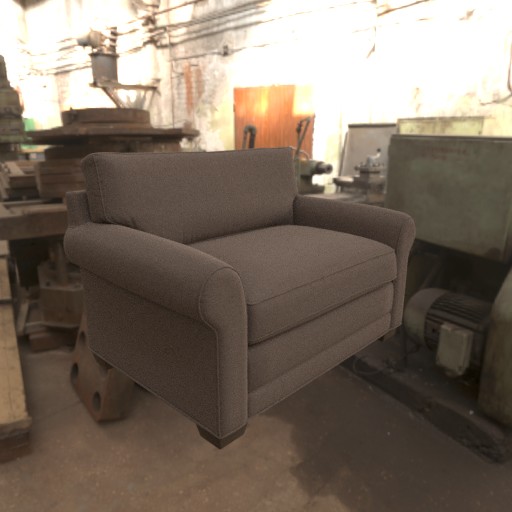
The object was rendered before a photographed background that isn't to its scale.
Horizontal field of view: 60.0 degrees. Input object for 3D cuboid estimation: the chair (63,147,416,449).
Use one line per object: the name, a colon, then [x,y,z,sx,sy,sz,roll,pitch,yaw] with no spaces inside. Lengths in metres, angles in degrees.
chair: [0.000,0.000,2.008,0.930,0.930,1.390,14,21,42]
